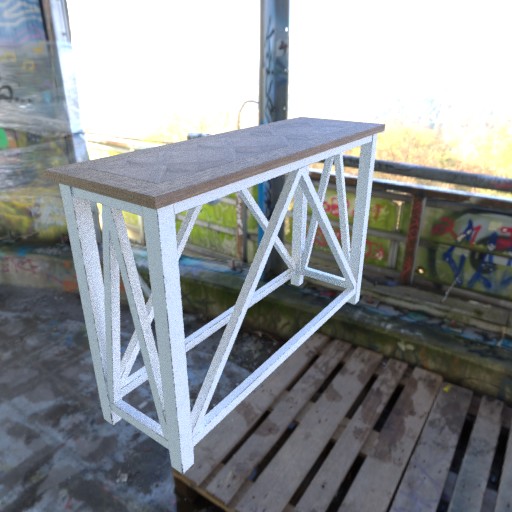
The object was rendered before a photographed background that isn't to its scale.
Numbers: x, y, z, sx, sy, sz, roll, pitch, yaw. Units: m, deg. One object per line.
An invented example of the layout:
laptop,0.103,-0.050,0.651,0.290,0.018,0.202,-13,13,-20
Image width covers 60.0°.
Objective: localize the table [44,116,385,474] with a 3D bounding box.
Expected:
table,0.000,0.000,1.827,0.450,0.930,1.400,17,30,32
